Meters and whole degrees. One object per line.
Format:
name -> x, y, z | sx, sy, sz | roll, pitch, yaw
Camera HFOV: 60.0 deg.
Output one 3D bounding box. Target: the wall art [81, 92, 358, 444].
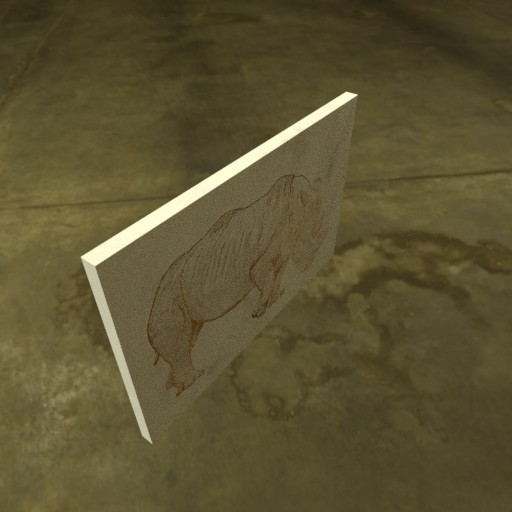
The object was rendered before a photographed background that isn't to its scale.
wall art -> 0.000, 0.000, 1.204 | 0.038, 0.610, 0.915 | 27, 48, 27
